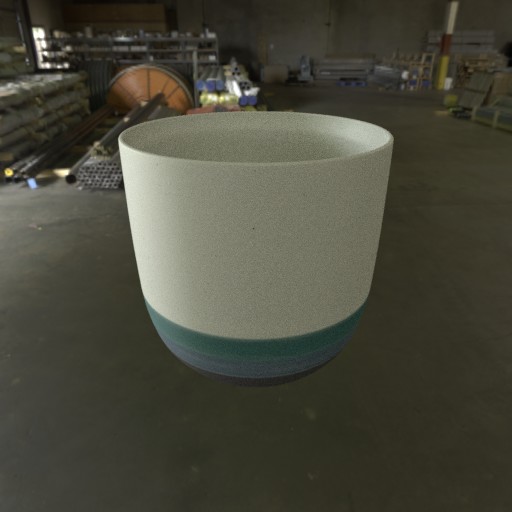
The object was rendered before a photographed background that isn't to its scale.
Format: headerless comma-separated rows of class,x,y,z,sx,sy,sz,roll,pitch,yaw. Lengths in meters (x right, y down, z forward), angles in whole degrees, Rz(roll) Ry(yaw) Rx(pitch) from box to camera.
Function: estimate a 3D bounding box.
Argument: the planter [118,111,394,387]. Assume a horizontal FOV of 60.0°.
planter,0.000,0.000,0.387,0.204,0.214,0.204,0,26,0
